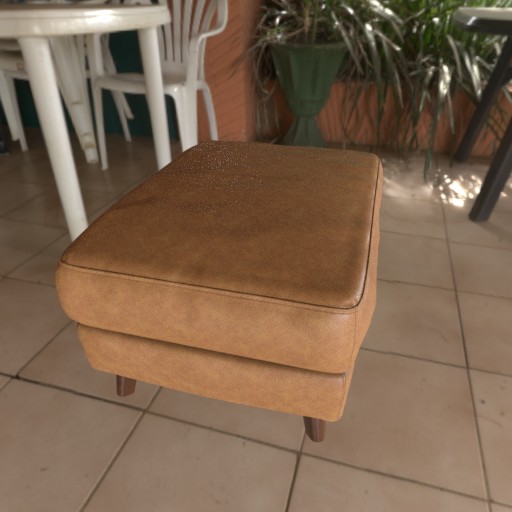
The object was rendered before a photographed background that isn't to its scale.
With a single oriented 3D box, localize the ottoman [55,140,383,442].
[{"bbox_3d":[0.000,0.000,1.206,0.630,0.461,0.869,8,32,13],"label":"ottoman"}]
